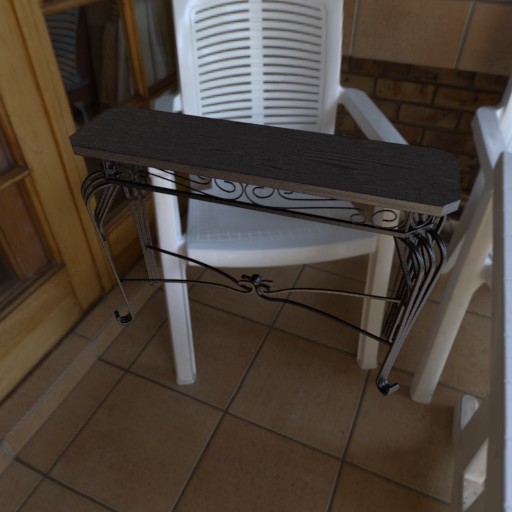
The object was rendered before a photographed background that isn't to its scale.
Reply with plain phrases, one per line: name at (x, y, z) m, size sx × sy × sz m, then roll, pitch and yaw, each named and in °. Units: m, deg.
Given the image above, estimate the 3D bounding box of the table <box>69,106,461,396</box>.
table at (0.000, 0.000, 1.497) m, size 1.112 × 0.800 × 0.329 m, roll 12°, pitch 42°, yaw 13°
